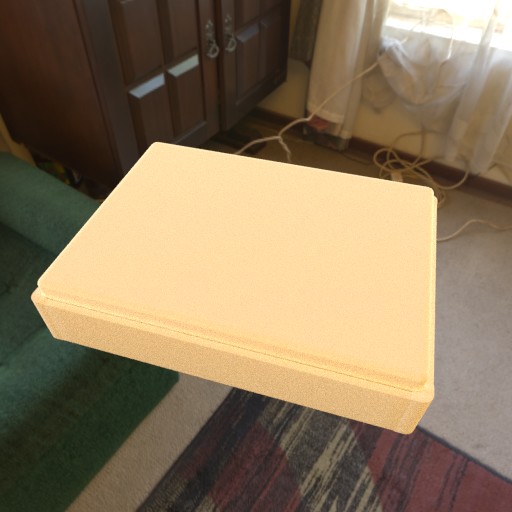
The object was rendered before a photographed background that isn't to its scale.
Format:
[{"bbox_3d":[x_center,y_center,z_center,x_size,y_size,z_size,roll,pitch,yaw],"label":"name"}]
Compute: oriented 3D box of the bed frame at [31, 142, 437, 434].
[{"bbox_3d":[0.000,0.000,2.509,1.900,0.406,1.400,12,47,11],"label":"bed frame"}]
